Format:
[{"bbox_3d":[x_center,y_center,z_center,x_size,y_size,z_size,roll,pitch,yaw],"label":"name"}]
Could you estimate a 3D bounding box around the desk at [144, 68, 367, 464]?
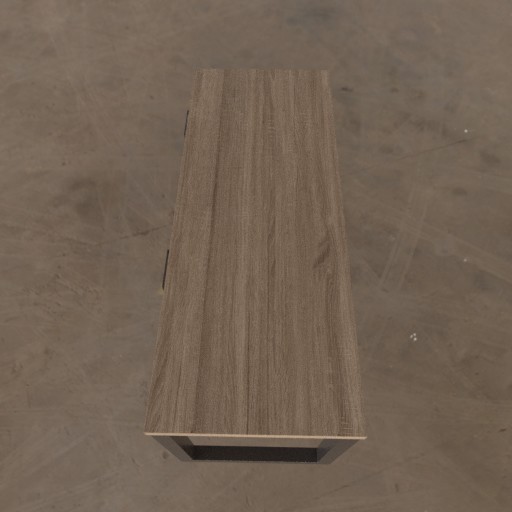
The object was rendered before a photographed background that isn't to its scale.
[{"bbox_3d":[0.000,0.000,2.080,0.690,0.760,1.700,1,59,1],"label":"desk"}]
